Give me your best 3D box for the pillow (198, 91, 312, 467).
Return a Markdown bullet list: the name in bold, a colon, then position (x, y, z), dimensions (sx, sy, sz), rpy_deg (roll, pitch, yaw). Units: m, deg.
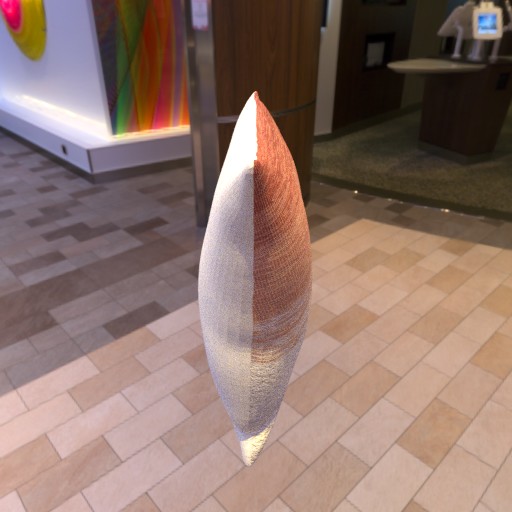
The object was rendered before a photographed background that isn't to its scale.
- **pillow**: position (0.000, 0.000, 0.706), dimensions (0.182, 0.441, 0.440), rpy_deg (0, 30, 0)
